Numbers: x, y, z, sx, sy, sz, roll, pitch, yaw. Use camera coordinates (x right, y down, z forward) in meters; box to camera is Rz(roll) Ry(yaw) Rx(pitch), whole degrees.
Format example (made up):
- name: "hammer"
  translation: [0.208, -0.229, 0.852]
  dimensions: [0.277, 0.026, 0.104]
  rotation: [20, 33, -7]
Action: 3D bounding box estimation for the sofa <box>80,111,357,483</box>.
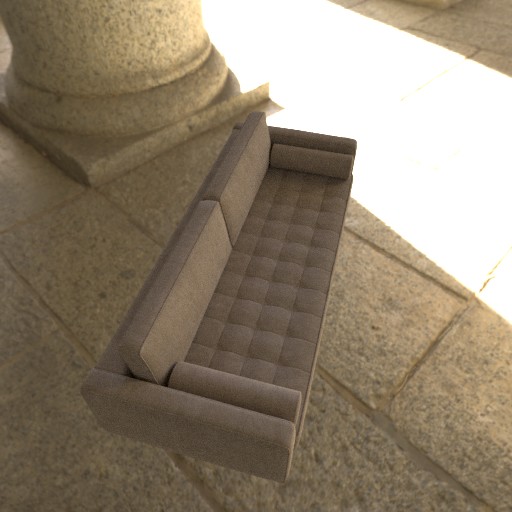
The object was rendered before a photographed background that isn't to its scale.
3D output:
- name: "sofa"
  translation: [0.000, 0.000, 2.577]
  dimensions: [0.919, 0.770, 2.200]
  rotation: [11, 48, 11]
